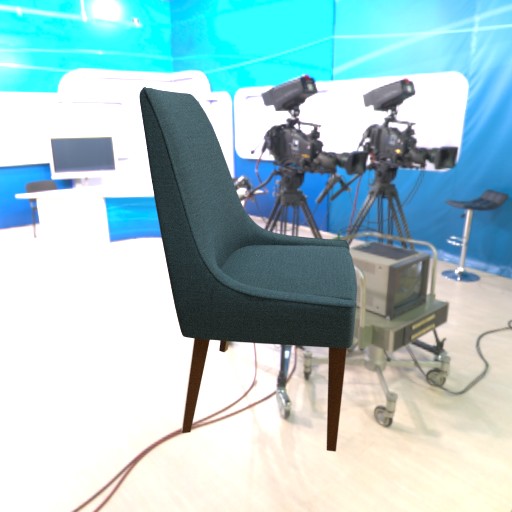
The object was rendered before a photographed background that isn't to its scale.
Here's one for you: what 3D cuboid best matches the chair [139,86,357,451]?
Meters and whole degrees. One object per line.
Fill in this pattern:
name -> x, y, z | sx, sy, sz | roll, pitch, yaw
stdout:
chair -> 0.000, 0.000, 1.221 | 0.544, 0.861, 0.529 | 3, 18, 9
